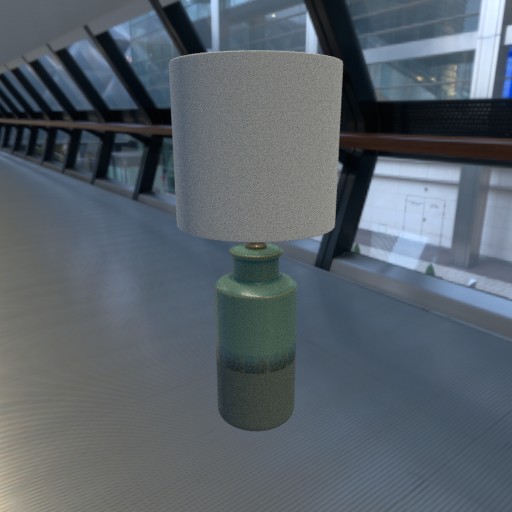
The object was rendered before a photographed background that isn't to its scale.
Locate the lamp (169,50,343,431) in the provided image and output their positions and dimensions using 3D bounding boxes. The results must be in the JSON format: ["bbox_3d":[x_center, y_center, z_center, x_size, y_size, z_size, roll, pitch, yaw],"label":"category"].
[{"bbox_3d":[0.000,0.000,0.617,0.212,0.493,0.212,2,16,7],"label":"lamp"}]
